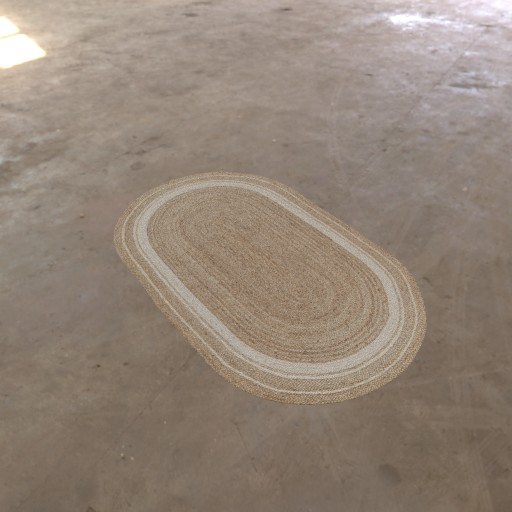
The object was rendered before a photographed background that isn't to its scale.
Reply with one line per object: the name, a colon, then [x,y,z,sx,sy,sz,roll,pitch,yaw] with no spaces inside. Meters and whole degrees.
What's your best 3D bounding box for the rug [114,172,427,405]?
rug: [0.000,0.000,3.053,1.520,0.006,2.432,-27,48,-27]
